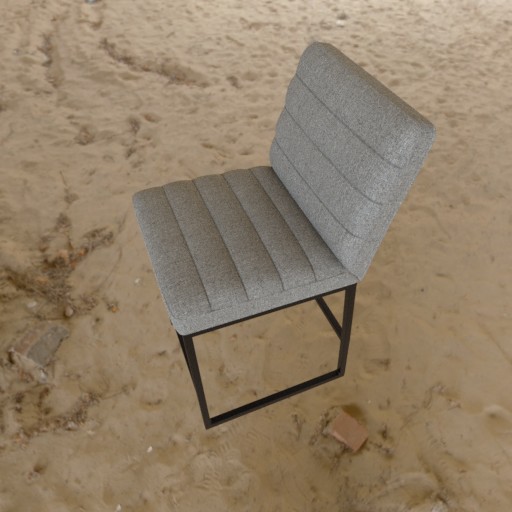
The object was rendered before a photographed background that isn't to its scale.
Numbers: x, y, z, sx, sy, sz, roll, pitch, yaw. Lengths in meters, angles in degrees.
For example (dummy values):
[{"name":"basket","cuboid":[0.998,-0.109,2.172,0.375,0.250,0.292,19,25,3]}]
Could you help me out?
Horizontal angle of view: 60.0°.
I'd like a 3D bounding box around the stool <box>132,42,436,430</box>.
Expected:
[{"name":"stool","cuboid":[0.000,0.000,1.228,0.560,0.940,0.460,-16,49,-15]}]
